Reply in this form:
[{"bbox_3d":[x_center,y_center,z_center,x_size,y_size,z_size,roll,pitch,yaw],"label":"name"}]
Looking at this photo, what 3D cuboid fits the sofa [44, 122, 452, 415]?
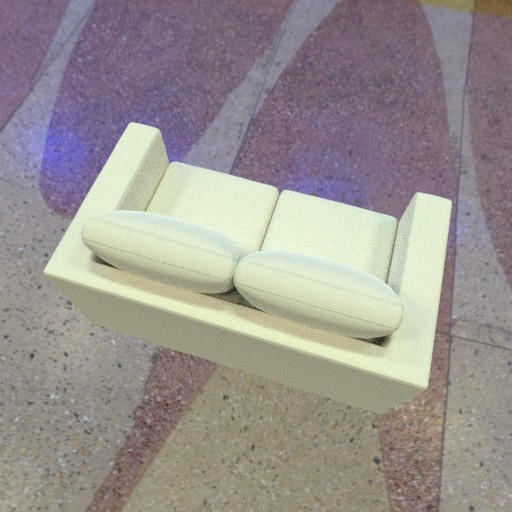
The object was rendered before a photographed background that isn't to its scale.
[{"bbox_3d":[0.000,0.000,2.344,1.813,0.932,1.009,15,64,8],"label":"sofa"}]
